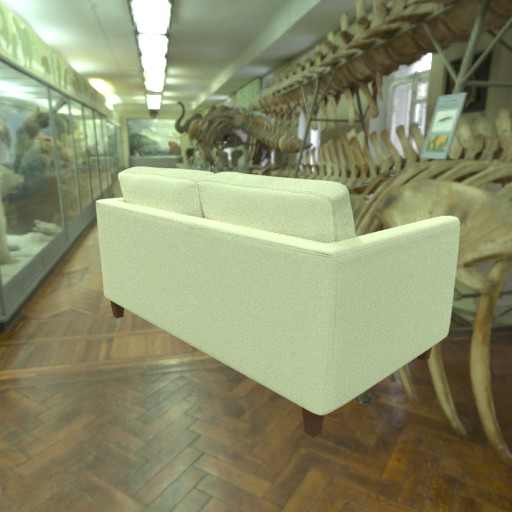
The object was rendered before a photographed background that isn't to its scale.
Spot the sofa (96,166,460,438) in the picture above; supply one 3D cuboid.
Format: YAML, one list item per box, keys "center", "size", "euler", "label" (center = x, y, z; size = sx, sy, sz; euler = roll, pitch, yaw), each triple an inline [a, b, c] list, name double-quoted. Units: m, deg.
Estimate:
- center: [0.000, 0.000, 2.286]
  size: [0.964, 0.888, 1.702]
  euler: [-13, 19, -41]
  label: "sofa"
